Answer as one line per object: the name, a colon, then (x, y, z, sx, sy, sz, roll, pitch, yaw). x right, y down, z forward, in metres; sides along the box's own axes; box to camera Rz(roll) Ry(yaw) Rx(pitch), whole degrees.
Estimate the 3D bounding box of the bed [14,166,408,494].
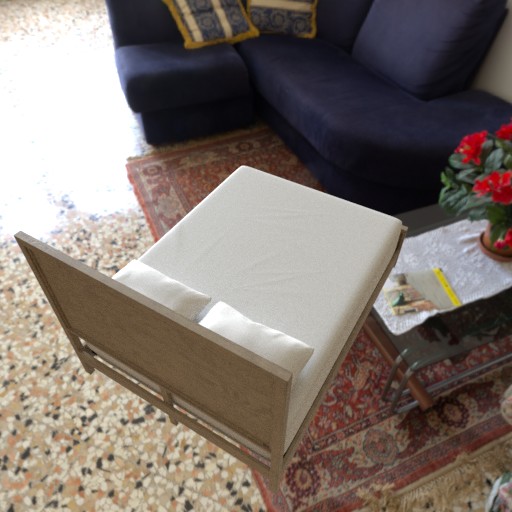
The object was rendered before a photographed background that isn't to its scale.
bed: (0.000, 0.000, 3.143, 1.606, 1.369, 2.189, 23, 50, 21)
